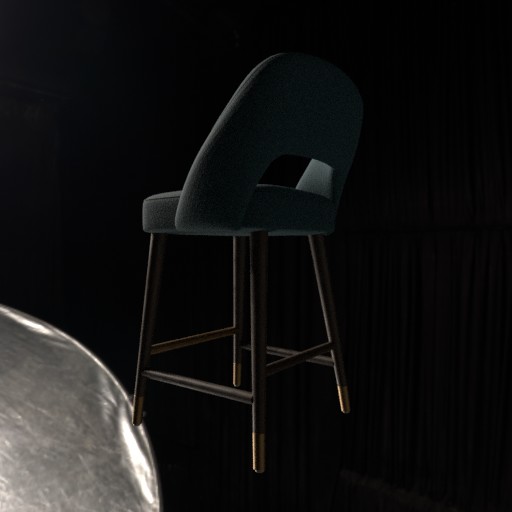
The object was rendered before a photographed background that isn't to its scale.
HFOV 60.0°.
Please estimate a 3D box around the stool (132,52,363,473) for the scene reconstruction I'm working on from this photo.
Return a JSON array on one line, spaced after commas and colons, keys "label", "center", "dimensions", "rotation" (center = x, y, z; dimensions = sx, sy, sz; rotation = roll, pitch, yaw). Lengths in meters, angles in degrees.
[{"label": "stool", "center": [0.000, 0.000, 1.244], "dimensions": [0.522, 0.939, 0.536], "rotation": [1, 2, 37]}]
